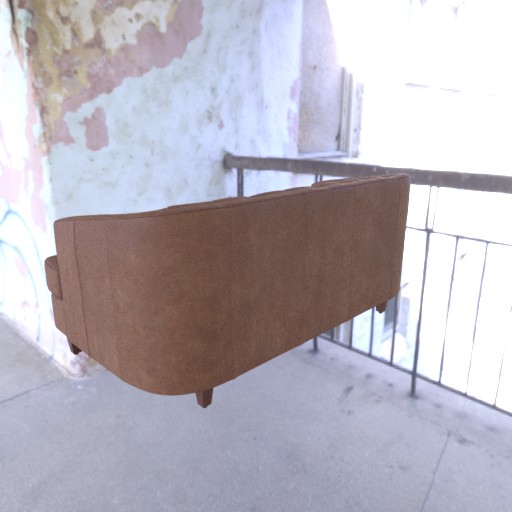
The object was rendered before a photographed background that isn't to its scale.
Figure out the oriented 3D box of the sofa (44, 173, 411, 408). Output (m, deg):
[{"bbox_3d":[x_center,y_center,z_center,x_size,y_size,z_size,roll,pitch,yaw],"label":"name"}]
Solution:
[{"bbox_3d":[0.000,0.000,2.236,1.755,0.786,0.914,-16,23,-41],"label":"sofa"}]
